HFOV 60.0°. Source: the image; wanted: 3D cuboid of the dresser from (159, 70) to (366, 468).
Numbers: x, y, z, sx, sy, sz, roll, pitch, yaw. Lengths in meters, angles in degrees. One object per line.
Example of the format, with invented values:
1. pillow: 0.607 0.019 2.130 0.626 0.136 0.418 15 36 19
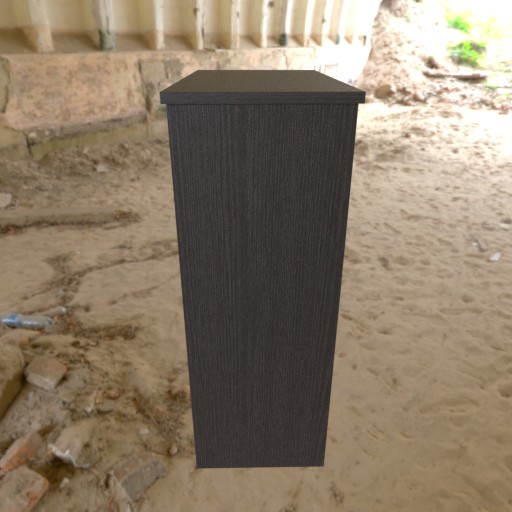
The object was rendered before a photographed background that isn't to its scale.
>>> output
1. dresser: 0.000 0.000 1.364 0.399 1.020 0.704 0 26 -1
